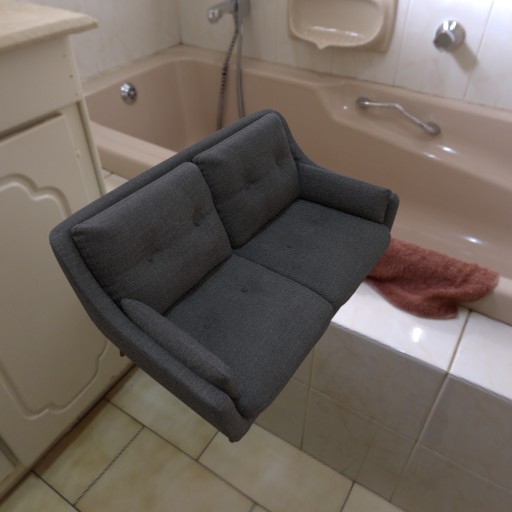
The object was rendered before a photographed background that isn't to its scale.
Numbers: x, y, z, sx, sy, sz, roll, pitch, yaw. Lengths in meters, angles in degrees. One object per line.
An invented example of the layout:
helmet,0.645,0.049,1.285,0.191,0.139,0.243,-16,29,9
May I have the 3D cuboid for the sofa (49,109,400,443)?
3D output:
sofa,0.000,0.000,2.243,0.976,0.887,1.646,24,46,26
